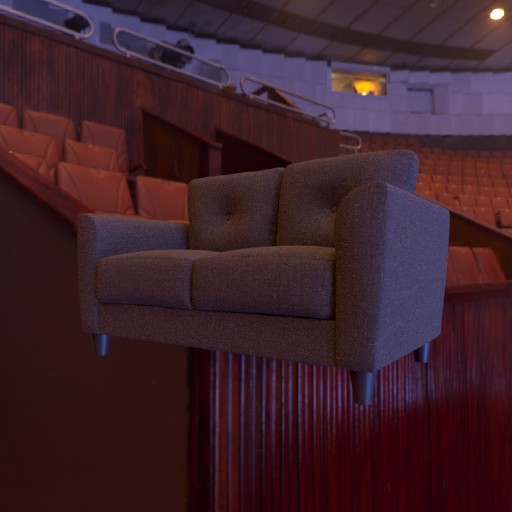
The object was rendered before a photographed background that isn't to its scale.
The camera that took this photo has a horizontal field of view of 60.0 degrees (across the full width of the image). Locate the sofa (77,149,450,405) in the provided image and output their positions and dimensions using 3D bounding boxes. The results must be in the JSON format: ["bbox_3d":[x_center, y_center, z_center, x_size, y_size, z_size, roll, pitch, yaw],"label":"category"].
[{"bbox_3d":[0.000,0.000,1.927,1.423,0.885,0.851,-1,-1,34],"label":"sofa"}]
